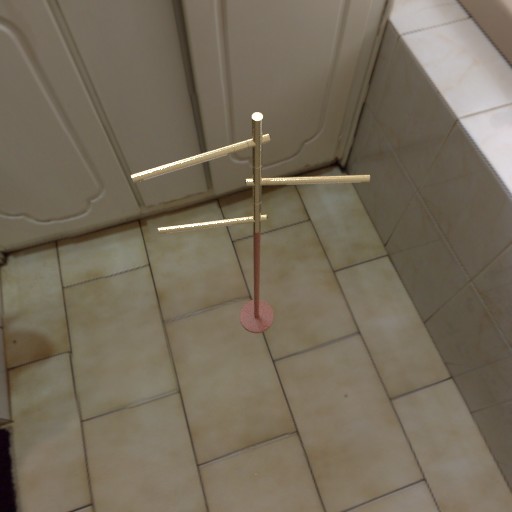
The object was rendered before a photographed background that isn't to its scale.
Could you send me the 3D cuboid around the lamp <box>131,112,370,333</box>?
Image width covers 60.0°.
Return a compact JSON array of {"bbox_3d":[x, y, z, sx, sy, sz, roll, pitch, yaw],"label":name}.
[{"bbox_3d":[0.000,0.000,1.963,0.737,1.704,0.209,-14,65,-7],"label":"lamp"}]
